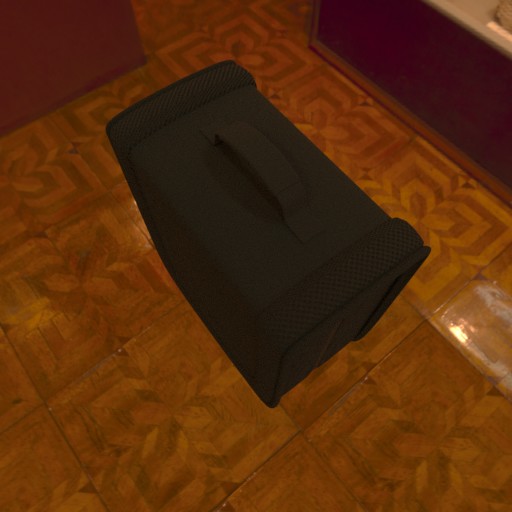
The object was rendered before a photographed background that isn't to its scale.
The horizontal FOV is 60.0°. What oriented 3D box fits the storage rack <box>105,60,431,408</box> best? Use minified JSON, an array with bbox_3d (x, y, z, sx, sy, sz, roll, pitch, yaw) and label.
[{"bbox_3d":[0.000,0.000,0.548,0.168,0.387,0.297,-34,68,-16],"label":"storage rack"}]
